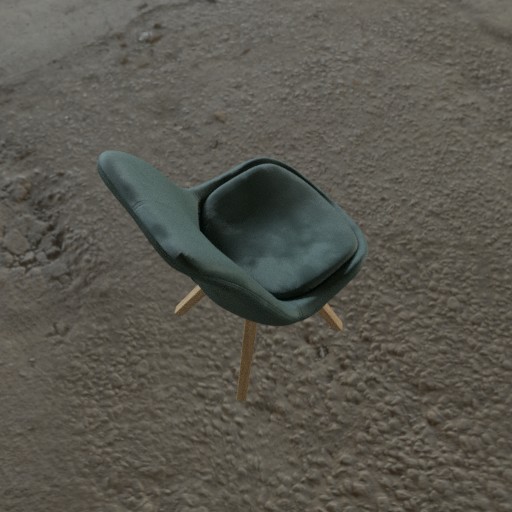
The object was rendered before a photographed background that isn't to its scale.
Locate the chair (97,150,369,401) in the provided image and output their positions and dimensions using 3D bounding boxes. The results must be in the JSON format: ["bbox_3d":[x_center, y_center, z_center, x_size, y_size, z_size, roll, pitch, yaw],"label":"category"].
[{"bbox_3d":[0.000,0.000,1.201,0.547,0.865,0.483,-33,65,-18],"label":"chair"}]
